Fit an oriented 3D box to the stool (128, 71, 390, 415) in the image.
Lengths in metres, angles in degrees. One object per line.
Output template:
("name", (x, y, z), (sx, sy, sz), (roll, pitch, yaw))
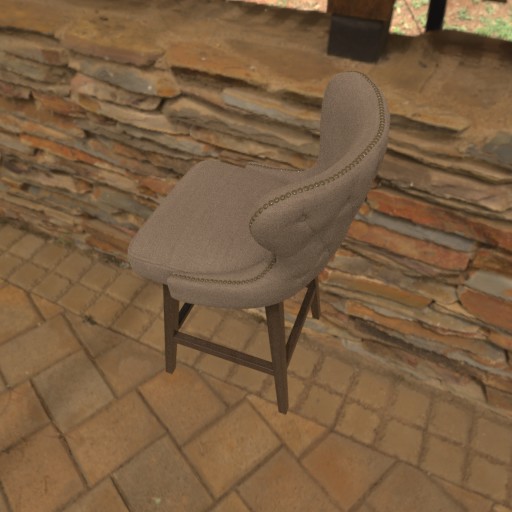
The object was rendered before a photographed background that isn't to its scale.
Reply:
("stool", (0.000, 0.000, 1.339), (0.597, 0.972, 0.615), (15, 48, 14))
